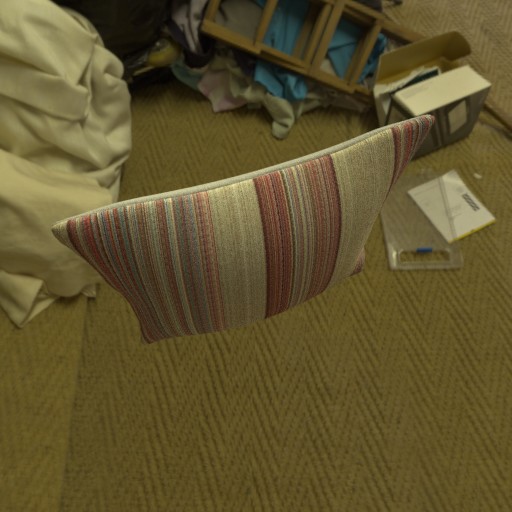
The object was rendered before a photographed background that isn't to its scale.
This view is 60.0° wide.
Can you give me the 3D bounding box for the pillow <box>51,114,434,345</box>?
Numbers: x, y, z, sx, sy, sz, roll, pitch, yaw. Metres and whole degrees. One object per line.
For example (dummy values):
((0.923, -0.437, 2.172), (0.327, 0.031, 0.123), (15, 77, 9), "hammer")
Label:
((0.000, 0.000, 0.649), (0.437, 0.419, 0.136), (-18, 64, -9), "pillow")
